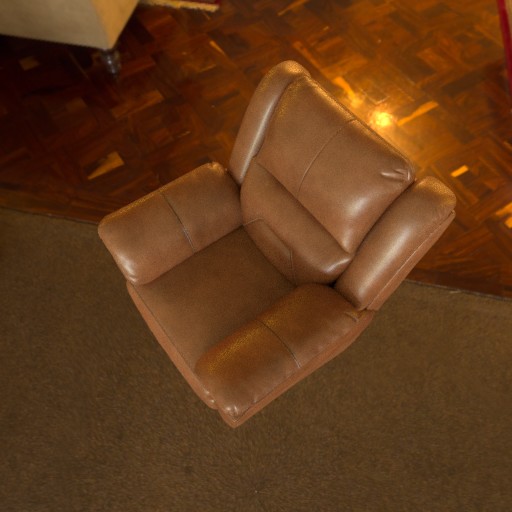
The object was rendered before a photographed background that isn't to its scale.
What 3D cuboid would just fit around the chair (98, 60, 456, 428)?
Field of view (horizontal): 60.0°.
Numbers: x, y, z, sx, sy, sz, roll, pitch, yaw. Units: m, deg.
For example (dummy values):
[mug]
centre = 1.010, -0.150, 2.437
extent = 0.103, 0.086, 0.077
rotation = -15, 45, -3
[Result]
[chair]
centre = 0.000, 0.000, 1.873
extent = 1.041, 1.093, 0.990
rotation = -34, 67, -17
